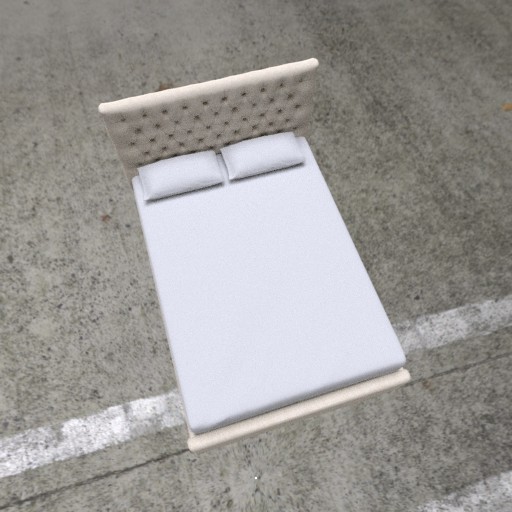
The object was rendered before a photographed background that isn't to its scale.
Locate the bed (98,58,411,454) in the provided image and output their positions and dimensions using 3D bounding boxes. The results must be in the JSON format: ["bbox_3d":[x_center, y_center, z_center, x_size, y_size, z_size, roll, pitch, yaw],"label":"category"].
[{"bbox_3d":[0.000,0.000,3.430,1.698,1.427,2.387,-15,64,-7],"label":"bed"}]
